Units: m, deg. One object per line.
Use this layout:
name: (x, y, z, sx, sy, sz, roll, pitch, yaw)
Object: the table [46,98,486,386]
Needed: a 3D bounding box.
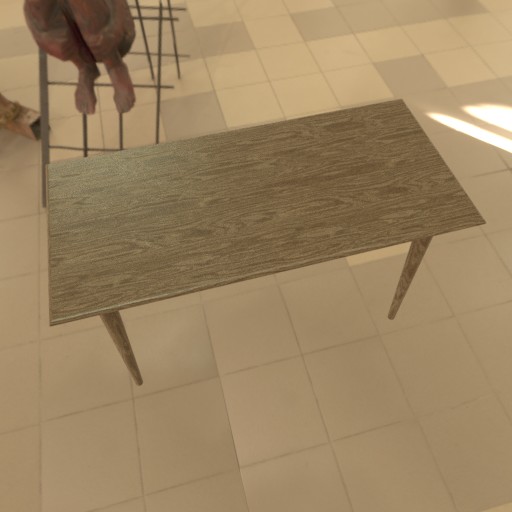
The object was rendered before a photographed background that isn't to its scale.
table: (0.000, 0.000, 1.745, 1.300, 0.780, 0.599, -13, 59, -8)
